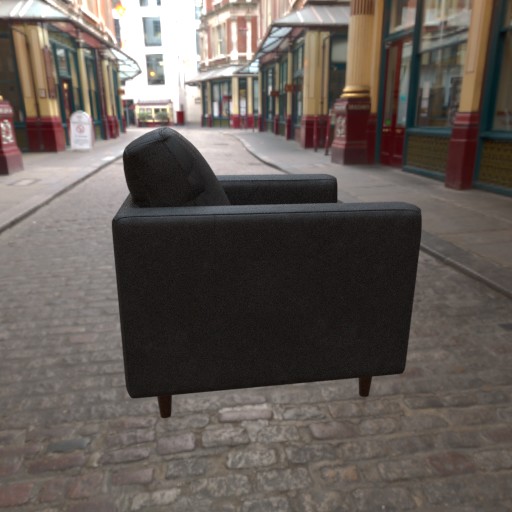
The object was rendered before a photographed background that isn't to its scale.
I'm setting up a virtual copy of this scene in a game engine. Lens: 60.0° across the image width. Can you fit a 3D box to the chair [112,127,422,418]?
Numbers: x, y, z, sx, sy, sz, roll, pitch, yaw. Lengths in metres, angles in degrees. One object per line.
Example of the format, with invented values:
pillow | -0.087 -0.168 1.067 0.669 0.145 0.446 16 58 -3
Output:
chair | 0.000 0.000 1.610 0.879 0.898 0.831 -3 17 -9
